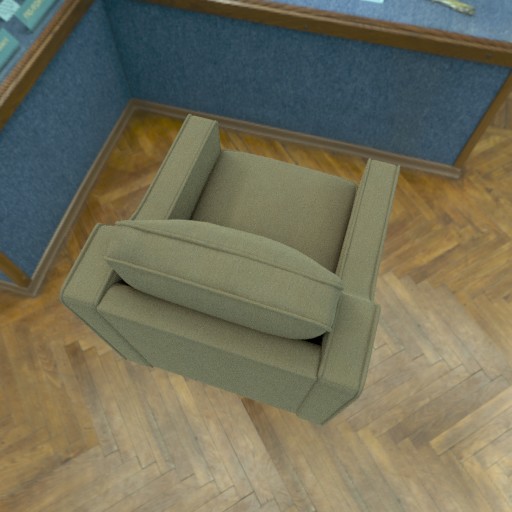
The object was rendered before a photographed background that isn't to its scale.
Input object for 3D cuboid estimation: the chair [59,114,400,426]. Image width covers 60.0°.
[{"bbox_3d":[0.000,0.000,1.625,0.831,0.960,0.909,16,64,8],"label":"chair"}]
